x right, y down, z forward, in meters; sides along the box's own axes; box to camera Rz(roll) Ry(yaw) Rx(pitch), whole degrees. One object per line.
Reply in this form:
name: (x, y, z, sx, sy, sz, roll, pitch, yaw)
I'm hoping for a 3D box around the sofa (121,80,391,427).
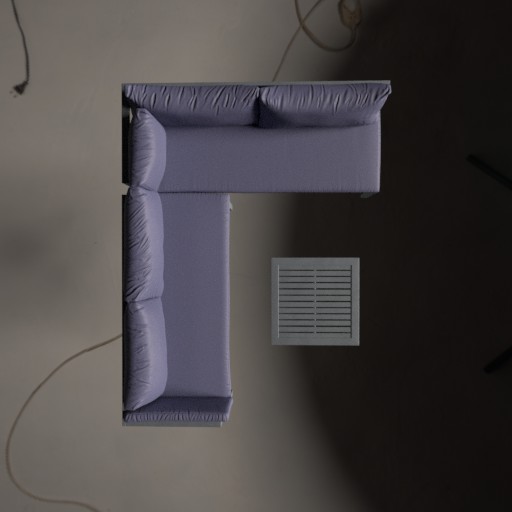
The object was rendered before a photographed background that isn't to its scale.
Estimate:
sofa: (0.000, 0.000, 2.985, 1.658, 0.762, 2.149, 0, 90, 2)
